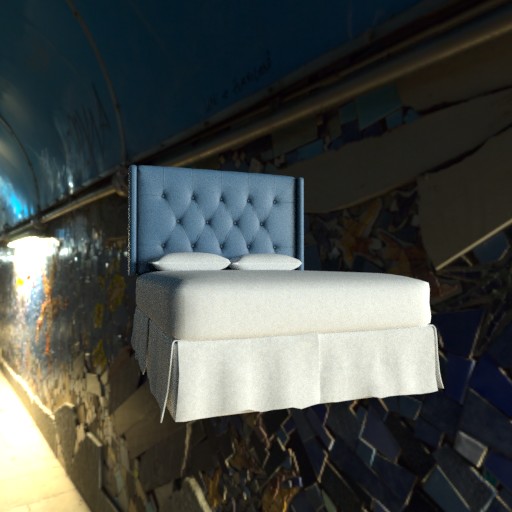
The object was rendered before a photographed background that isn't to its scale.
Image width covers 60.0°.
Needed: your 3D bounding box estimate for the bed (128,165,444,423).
[{"bbox_3d":[0.000,0.000,3.361,1.719,1.665,2.078,0,-1,-20],"label":"bed"}]
